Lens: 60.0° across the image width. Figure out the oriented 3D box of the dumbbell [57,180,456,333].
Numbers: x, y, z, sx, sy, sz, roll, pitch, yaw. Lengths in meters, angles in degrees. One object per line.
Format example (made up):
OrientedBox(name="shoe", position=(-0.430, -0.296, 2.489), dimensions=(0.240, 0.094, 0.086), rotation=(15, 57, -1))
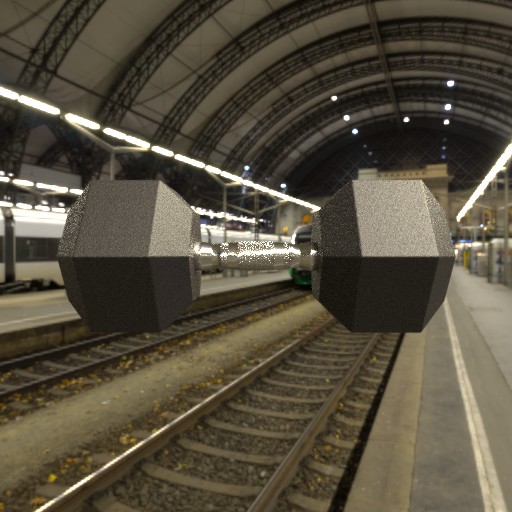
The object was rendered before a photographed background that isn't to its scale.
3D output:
OrientedBox(name="dumbbell", position=(0.000, 0.000, 0.338), dimensions=(0.271, 0.106, 0.122), rotation=(0, 0, 1))
